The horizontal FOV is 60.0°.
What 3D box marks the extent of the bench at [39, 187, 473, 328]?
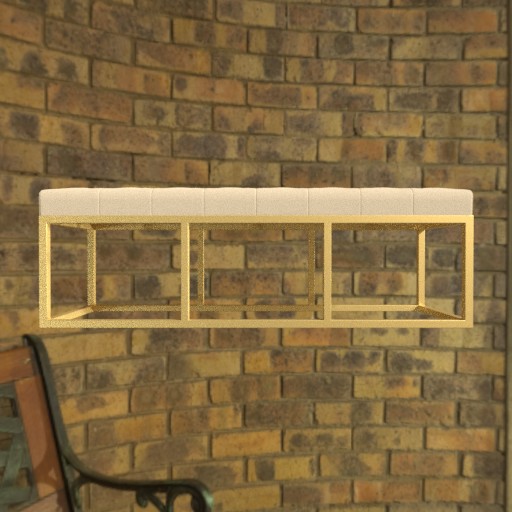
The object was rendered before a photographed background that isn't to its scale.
[{"bbox_3d":[0.000,0.000,1.724,1.473,0.484,0.457,0,0,0],"label":"bench"}]
